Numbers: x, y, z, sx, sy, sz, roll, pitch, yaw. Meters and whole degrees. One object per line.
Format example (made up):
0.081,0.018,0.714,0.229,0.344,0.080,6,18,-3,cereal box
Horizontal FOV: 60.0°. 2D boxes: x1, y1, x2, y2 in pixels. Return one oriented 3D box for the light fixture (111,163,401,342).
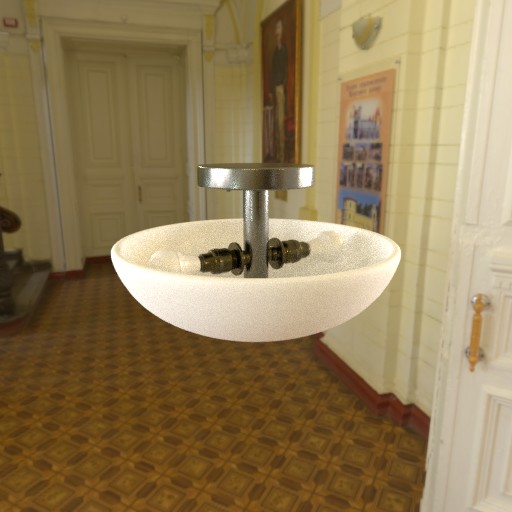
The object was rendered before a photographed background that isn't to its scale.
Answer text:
0.000,0.000,0.533,0.330,0.214,0.330,0,14,0,light fixture
